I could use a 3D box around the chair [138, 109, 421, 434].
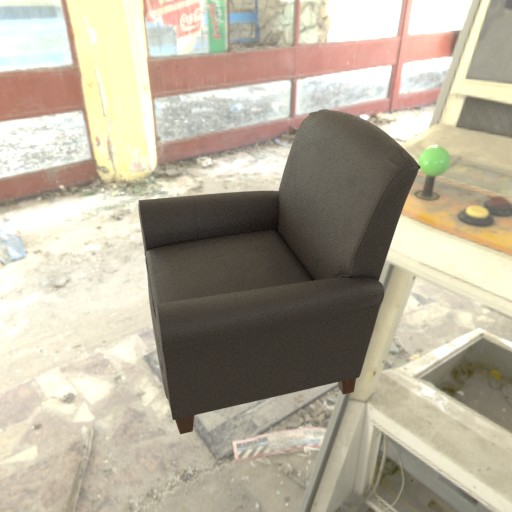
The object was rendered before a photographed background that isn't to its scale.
[{"bbox_3d":[0.000,0.000,1.834,0.902,1.061,0.978,-9,32,-14],"label":"chair"}]
